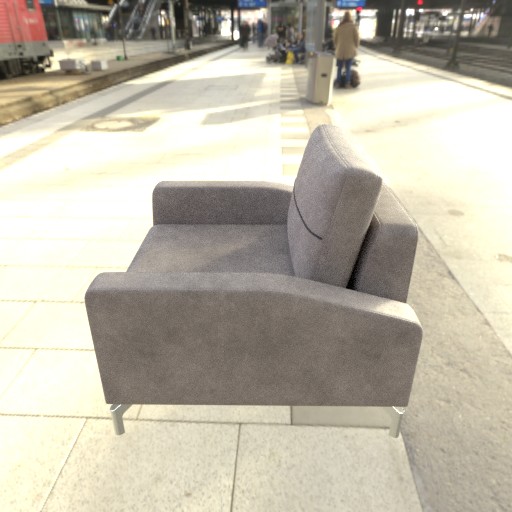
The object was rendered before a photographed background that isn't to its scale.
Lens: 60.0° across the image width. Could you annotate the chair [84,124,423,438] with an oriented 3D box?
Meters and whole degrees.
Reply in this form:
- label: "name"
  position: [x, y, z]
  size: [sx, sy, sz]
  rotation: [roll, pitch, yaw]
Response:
- label: "chair"
  position: [0.000, 0.000, 1.557]
  size: [0.900, 0.800, 0.900]
  rotation: [0, 27, 1]
